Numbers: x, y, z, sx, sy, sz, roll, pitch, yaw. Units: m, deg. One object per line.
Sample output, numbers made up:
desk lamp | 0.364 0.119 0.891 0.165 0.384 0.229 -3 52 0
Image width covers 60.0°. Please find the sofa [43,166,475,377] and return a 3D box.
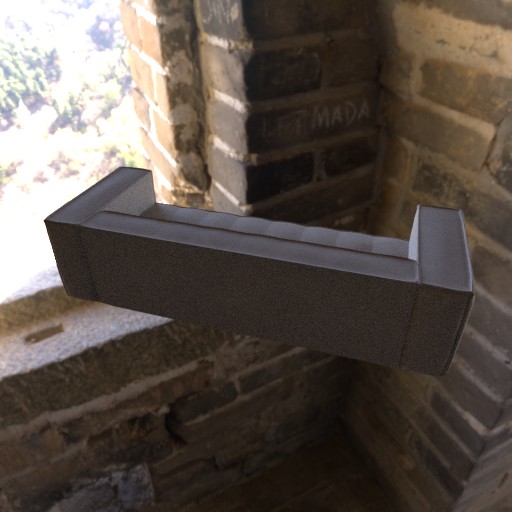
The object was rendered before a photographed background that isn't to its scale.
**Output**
sofa | 0.000 0.000 3.144 2.697 0.680 1.038 10 35 14
